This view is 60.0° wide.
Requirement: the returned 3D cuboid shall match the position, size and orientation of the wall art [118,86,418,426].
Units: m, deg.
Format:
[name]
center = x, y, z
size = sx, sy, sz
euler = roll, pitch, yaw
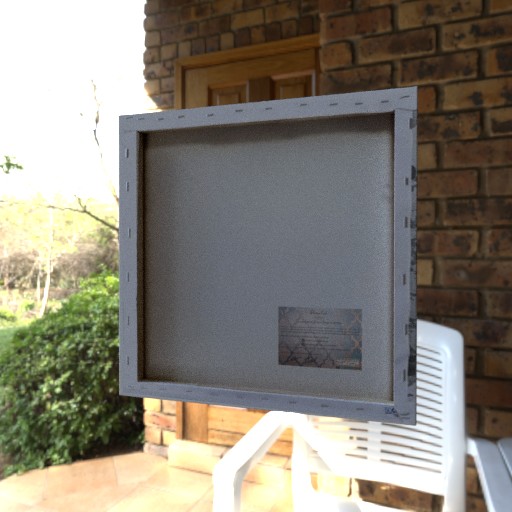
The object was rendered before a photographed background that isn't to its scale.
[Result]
[wall art]
center = 0.000, 0.000, 0.892
size = 0.609, 0.607, 0.036
euler = 0, 1, 16
